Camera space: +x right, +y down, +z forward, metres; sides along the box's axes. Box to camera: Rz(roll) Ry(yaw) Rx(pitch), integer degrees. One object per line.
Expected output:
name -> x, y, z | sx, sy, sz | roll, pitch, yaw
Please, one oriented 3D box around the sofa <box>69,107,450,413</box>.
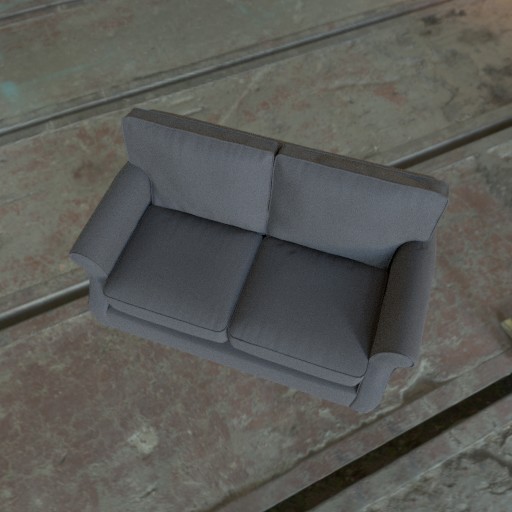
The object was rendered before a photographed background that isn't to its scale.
sofa -> 0.000, 0.000, 2.226 | 1.665, 0.937, 0.964 | 16, 60, 10
